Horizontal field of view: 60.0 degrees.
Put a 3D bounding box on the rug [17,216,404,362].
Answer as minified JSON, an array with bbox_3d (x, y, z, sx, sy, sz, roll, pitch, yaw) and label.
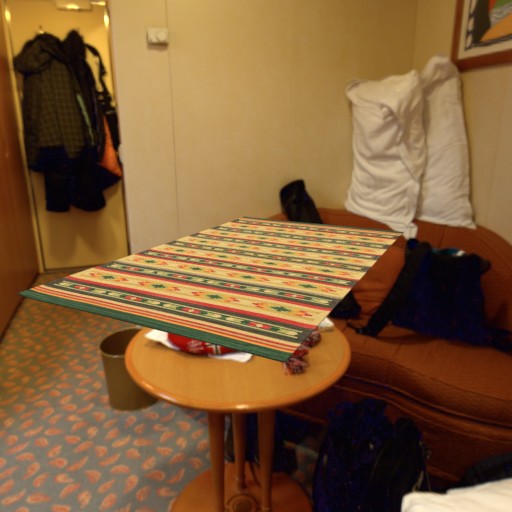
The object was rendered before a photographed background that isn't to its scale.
[{"bbox_3d":[0.000,0.000,3.004,1.520,0.011,2.447,8,18,26],"label":"rug"}]
